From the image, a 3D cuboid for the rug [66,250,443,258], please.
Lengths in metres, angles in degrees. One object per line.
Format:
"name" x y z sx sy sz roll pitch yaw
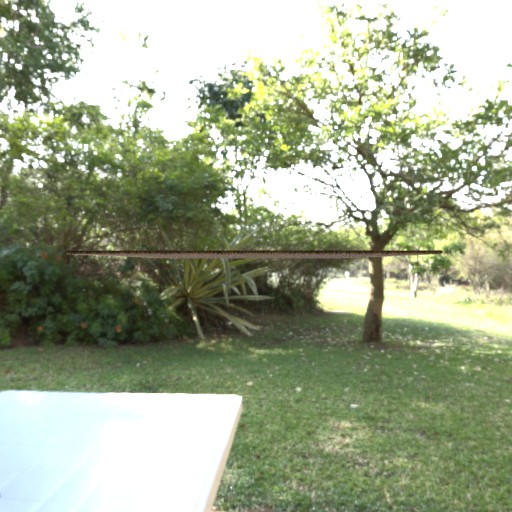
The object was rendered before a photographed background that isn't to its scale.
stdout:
"rug" 0.000 0.000 2.359 1.243 0.014 1.846 0 -1 0
